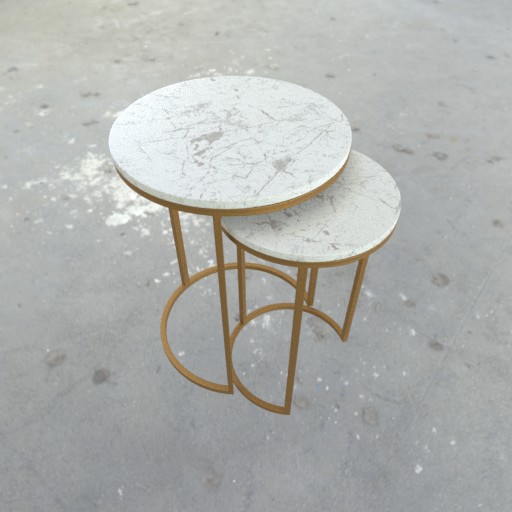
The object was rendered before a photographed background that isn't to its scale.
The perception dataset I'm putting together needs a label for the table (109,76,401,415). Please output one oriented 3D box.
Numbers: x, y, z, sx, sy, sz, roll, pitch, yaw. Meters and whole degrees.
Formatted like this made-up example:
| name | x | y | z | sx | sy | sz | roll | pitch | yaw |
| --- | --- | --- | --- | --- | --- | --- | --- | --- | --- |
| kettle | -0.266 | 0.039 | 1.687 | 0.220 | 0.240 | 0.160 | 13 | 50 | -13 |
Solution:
| name | x | y | z | sx | sy | sz | roll | pitch | yaw |
| --- | --- | --- | --- | --- | --- | --- | --- | --- | --- |
| table | 0.000 | 0.000 | 0.915 | 0.507 | 0.550 | 0.400 | 30 | 52 | 26 |
